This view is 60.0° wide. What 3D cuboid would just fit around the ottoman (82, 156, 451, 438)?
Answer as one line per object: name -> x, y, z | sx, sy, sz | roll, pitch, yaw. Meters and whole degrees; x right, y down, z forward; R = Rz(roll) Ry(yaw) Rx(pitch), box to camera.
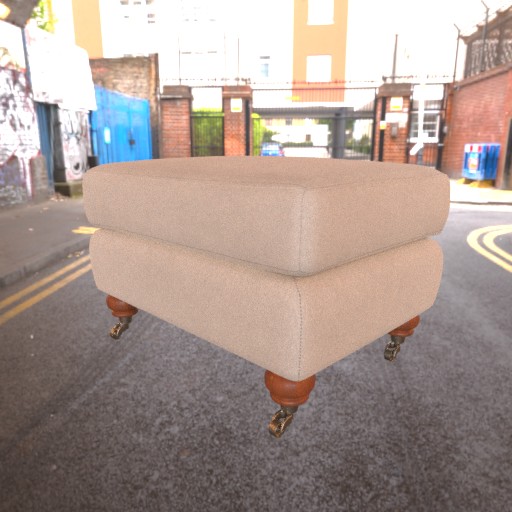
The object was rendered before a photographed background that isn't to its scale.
ottoman -> 0.000, 0.000, 1.137 | 0.773, 0.499, 0.569 | 13, 19, 43
